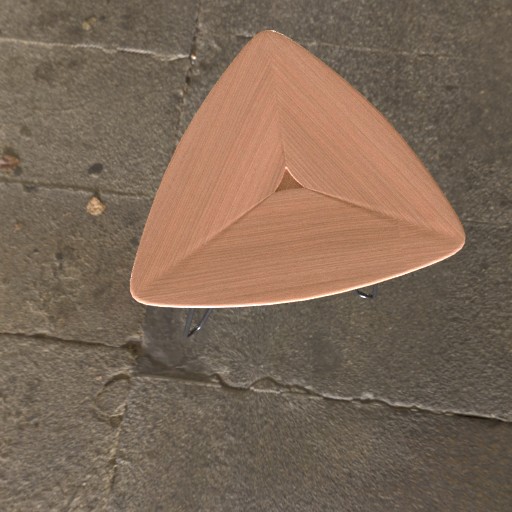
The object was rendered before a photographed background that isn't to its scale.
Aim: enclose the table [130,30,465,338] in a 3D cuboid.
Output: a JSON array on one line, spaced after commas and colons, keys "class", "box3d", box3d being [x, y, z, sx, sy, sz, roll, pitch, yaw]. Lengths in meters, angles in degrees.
[{"class": "table", "box3d": [0.000, 0.000, 0.873, 0.455, 0.564, 0.442, -37, 79, -9]}]
